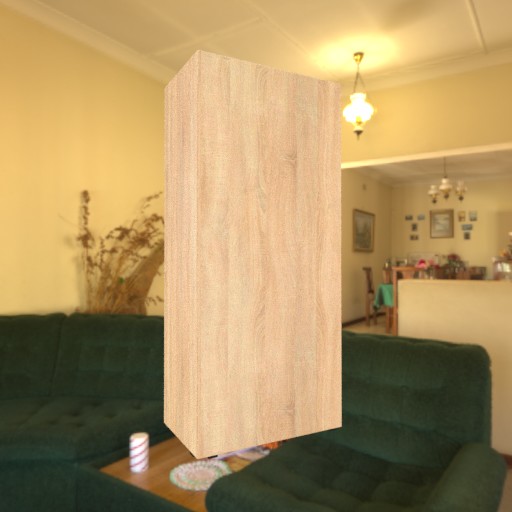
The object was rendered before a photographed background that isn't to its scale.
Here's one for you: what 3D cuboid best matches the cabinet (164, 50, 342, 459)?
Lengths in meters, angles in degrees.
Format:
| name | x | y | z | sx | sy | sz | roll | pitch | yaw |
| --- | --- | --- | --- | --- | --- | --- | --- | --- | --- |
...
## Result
| name | x | y | z | sx | sy | sz | roll | pitch | yaw |
| --- | --- | --- | --- | --- | --- | --- | --- | --- | --- |
| cabinet | 0.000 | 0.000 | 2.881 | 1.094 | 2.120 | 1.327 | 0 | -1 | 17 |
